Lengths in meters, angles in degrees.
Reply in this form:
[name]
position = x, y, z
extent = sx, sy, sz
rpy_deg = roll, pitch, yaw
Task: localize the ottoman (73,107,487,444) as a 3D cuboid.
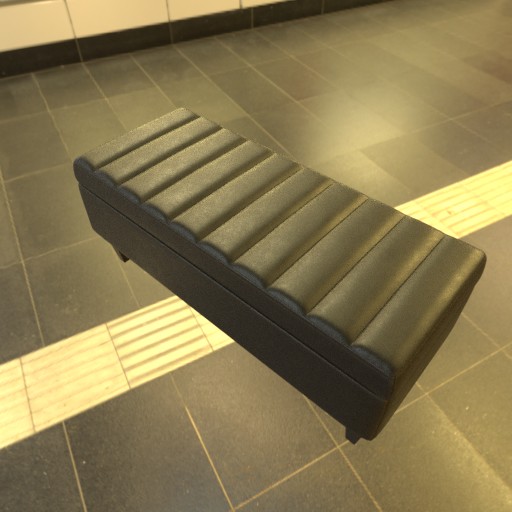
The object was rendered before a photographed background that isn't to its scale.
[ottoman]
position = 0.000, 0.000, 1.385
extent = 1.151, 0.469, 0.482
rpy_deg = 33, 54, 28
